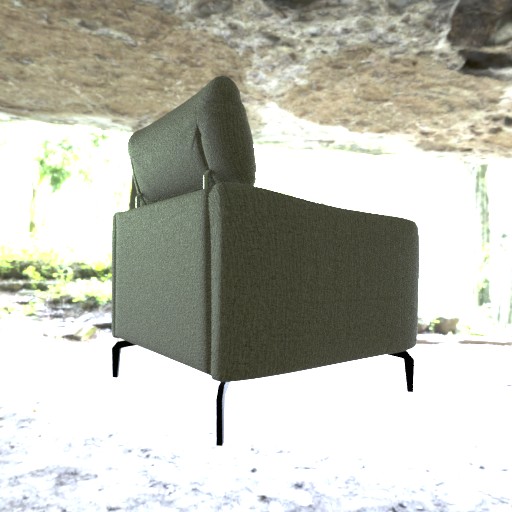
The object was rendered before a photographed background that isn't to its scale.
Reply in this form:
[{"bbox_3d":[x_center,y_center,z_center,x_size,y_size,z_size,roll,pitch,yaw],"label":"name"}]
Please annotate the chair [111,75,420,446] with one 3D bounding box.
[{"bbox_3d":[0.000,0.000,1.686,0.835,0.967,0.972,1,-1,-36],"label":"chair"}]
